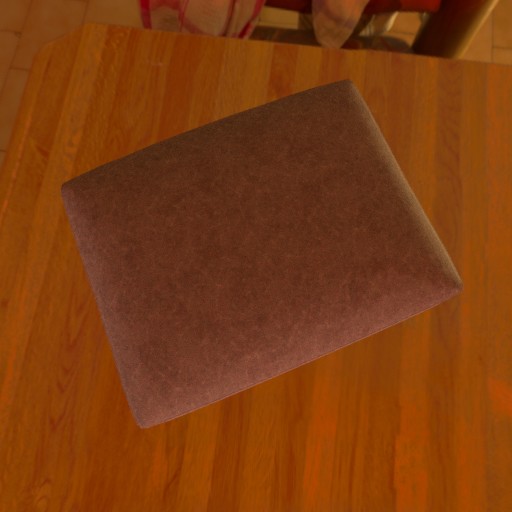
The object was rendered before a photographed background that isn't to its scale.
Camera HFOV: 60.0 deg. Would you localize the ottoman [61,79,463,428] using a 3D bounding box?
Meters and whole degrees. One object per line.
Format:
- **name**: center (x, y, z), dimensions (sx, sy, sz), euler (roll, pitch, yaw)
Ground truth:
- **ottoman**: center (0.000, 0.000, 1.138), dimensions (0.741, 0.513, 0.584), euler (-22, 76, -6)
